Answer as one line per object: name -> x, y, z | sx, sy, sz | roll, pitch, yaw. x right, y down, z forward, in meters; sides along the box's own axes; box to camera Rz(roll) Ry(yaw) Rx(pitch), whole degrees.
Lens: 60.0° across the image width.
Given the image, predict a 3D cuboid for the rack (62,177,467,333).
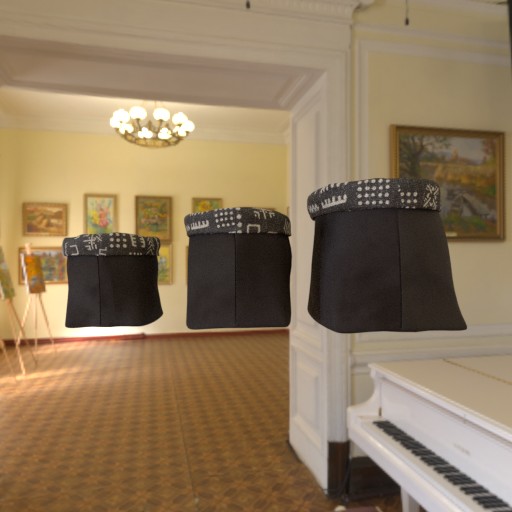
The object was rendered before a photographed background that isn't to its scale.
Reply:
rack -> 0.000, 0.000, 1.076 | 0.905, 0.323, 0.379 | 0, -1, 0
